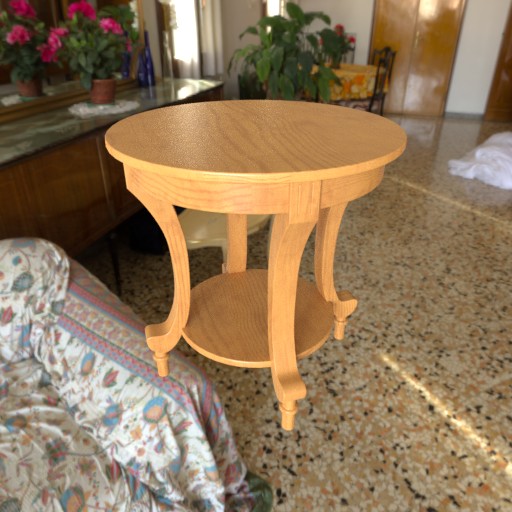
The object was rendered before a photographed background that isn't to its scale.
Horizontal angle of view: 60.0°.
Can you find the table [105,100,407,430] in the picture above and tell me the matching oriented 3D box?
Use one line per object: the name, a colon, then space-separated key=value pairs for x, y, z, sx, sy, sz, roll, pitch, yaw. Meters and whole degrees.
table: x=0.000 y=0.000 z=1.060 sx=0.597 sy=0.612 sz=0.597 roll=0 pitch=29 yaw=0
